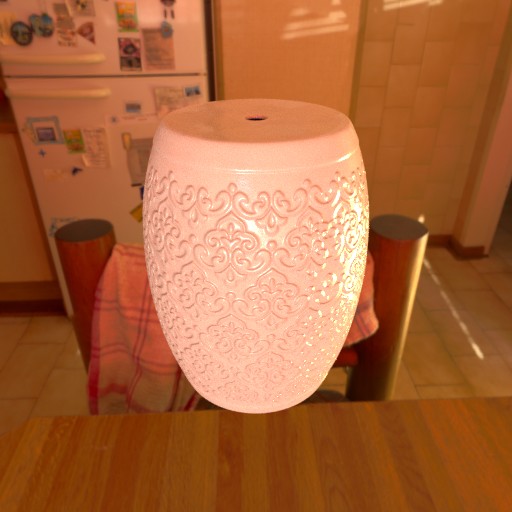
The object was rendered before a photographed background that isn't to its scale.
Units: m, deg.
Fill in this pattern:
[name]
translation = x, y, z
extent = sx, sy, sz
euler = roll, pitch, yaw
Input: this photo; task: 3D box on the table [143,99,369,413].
[table]
translation = 0.000, 0.000, 0.642
extent = 0.309, 0.397, 0.309
euler = 0, 30, 0
